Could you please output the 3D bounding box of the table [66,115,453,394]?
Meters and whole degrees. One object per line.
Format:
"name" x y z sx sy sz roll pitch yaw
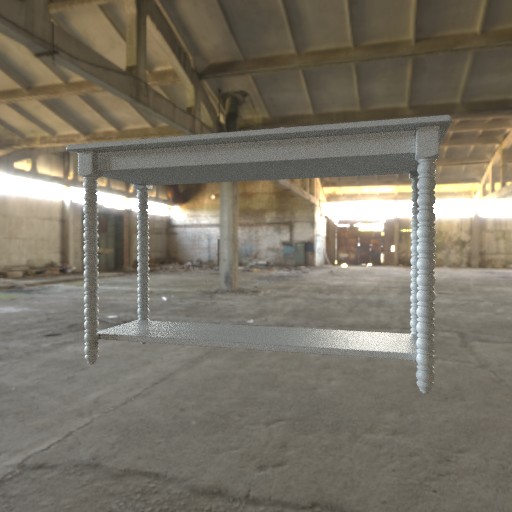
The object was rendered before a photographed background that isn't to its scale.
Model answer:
"table" 0.000 0.000 1.522 1.184 0.740 0.459 0 1 16
